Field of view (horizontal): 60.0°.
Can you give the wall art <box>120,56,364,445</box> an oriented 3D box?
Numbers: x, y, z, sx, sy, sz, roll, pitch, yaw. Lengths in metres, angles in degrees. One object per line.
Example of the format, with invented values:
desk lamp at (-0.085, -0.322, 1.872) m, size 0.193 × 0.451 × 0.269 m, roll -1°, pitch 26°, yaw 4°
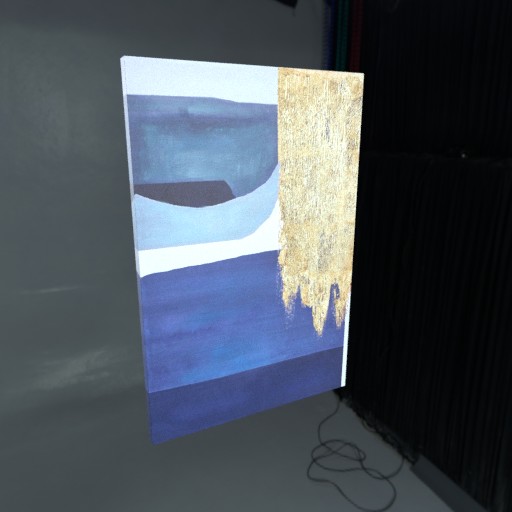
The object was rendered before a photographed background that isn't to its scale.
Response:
wall art at (0.000, 0.000, 1.151) m, size 0.607 × 0.911 × 0.039 m, roll -8°, pitch 17°, yaw -26°
